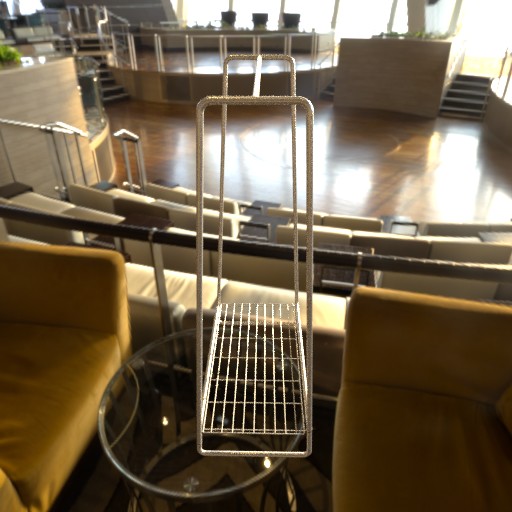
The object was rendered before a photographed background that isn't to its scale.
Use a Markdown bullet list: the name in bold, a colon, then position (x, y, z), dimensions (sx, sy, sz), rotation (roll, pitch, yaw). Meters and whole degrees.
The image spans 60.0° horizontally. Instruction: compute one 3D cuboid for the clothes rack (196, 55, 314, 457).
- **clothes rack**: position (0.000, 0.000, 1.923), dimensions (0.495, 1.500, 0.900), rotation (1, 31, 1)
